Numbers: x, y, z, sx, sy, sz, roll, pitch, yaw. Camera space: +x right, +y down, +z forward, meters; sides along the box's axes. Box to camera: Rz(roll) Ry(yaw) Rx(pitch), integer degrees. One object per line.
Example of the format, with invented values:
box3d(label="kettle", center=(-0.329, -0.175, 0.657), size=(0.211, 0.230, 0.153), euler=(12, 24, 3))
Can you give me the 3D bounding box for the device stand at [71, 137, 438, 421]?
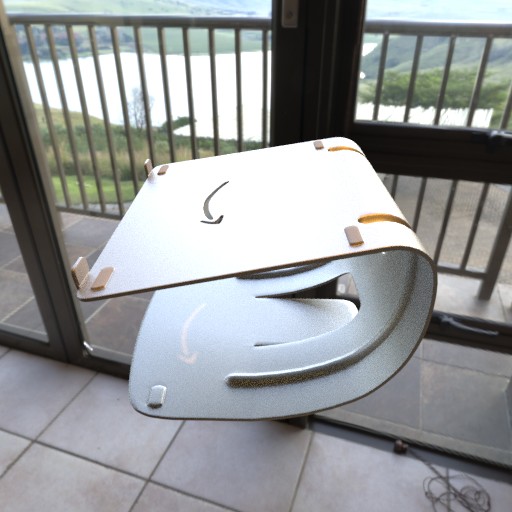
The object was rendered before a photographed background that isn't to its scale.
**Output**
box3d(label="device stand", center=(0.000, 0.000, 0.409), size=(0.236, 0.155, 0.256), euler=(0, 30, 0))
